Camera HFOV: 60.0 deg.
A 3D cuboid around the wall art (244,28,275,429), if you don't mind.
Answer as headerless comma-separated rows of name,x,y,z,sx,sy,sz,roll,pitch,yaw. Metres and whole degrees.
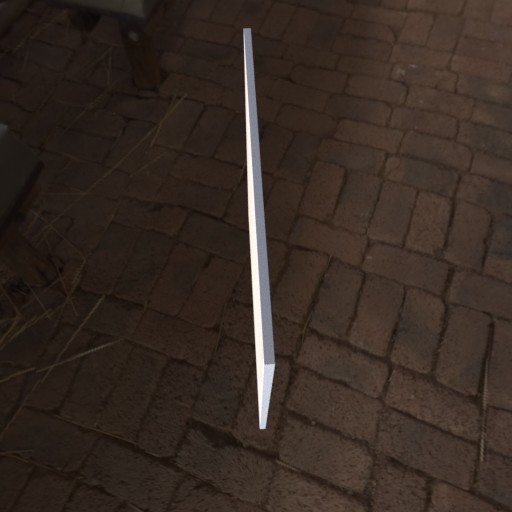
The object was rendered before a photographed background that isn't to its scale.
wall art,0.000,0.000,0.849,0.012,0.557,0.557,-3,62,-1
